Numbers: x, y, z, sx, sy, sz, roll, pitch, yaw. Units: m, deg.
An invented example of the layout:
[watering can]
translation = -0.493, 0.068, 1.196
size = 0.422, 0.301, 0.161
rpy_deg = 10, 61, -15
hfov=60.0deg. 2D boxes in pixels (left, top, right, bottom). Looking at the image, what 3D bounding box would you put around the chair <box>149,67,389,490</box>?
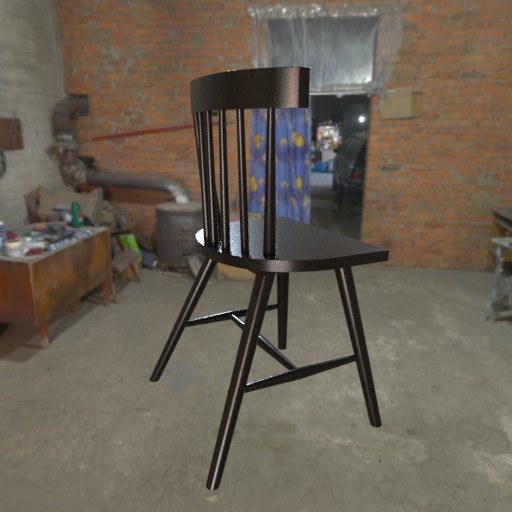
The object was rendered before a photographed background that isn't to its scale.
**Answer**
[chair]
translation = 0.000, 0.000, 1.139
size = 0.483, 0.844, 0.506
rpy_deg = -8, 17, -26
